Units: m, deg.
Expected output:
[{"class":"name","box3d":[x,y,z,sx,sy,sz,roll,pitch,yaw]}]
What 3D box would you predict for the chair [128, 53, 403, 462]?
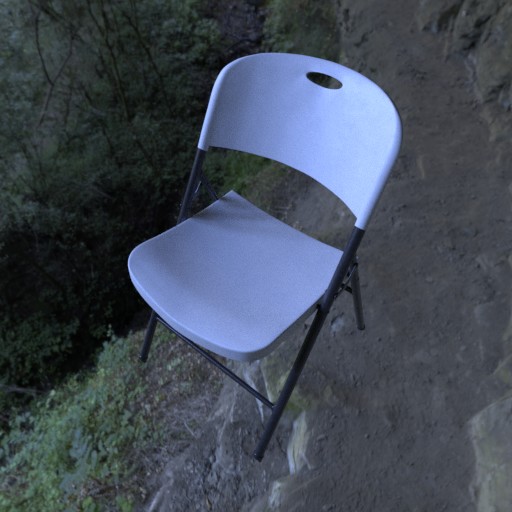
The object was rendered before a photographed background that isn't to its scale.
[{"class":"chair","box3d":[0.000,0.000,1.133,0.494,0.810,0.566,31,54,26]}]
